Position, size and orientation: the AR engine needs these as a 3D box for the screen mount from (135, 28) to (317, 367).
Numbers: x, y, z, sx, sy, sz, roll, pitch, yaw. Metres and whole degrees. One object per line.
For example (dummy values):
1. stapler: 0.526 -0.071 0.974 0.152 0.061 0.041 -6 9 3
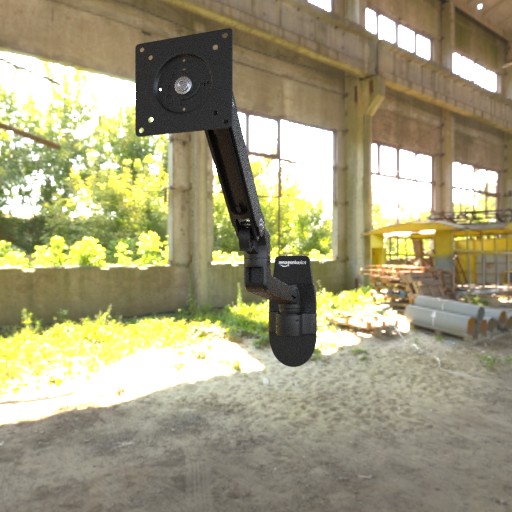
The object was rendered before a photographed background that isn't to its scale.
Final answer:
1. screen mount: 0.000 0.000 0.704 0.115 0.466 0.495 0 0 19
